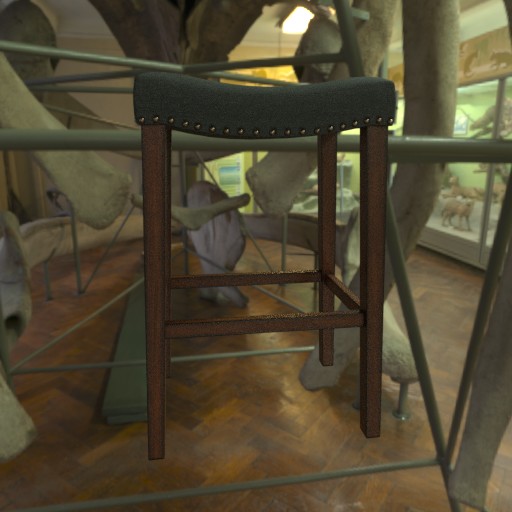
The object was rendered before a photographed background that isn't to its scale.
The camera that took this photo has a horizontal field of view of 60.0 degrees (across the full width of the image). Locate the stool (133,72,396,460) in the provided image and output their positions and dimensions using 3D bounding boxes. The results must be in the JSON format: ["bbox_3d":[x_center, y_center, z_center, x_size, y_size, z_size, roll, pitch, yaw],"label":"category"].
[{"bbox_3d":[0.000,0.000,1.028,0.502,0.760,0.366,-2,15,-8],"label":"stool"}]
